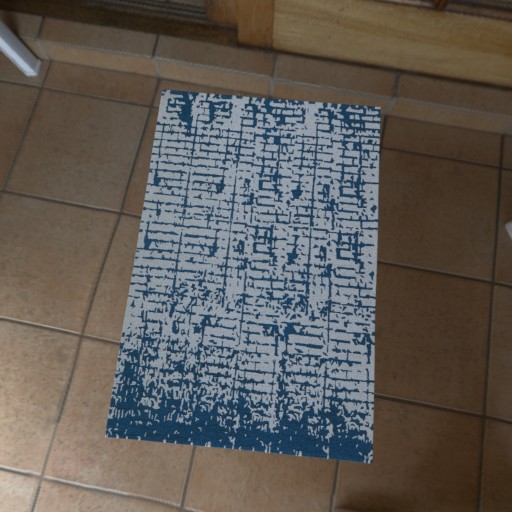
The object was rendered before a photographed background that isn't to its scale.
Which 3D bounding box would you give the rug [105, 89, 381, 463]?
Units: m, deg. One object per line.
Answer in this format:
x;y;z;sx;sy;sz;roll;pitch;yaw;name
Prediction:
0.000;0.000;2.240;1.220;0.007;1.828;5;75;1;rug
